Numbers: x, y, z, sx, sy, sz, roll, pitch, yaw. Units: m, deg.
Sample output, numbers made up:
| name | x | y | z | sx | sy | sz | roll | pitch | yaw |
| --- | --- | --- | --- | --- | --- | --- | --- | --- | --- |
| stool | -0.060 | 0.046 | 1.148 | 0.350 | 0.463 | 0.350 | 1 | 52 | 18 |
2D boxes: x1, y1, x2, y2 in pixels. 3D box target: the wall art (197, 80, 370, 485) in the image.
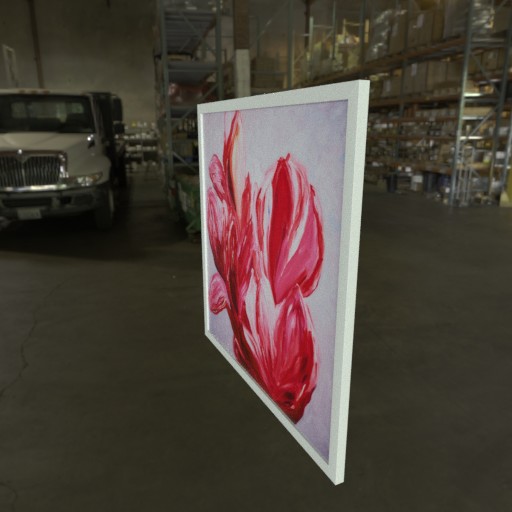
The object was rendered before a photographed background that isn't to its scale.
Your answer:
| name | x | y | z | sx | sy | sz | roll | pitch | yaw |
| --- | --- | --- | --- | --- | --- | --- | --- | --- | --- |
| wall art | 0.000 | 0.000 | 1.182 | 0.022 | 0.803 | 0.805 | -8 | 18 | -25 |
